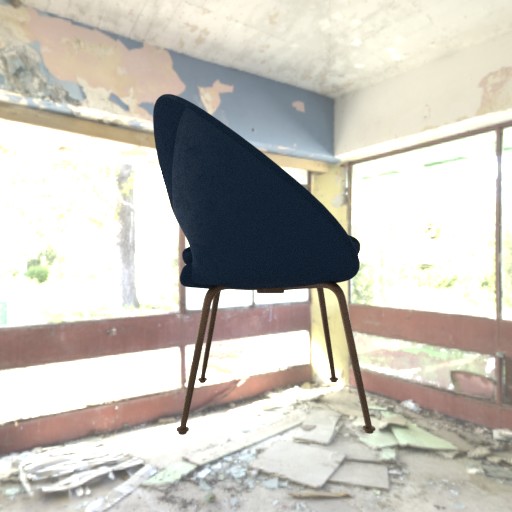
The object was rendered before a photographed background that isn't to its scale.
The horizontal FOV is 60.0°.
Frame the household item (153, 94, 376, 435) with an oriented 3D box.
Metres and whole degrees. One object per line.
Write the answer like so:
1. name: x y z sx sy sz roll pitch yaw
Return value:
1. household item: 0.000 0.000 1.280 0.573 0.852 0.623 0 -1 -1
